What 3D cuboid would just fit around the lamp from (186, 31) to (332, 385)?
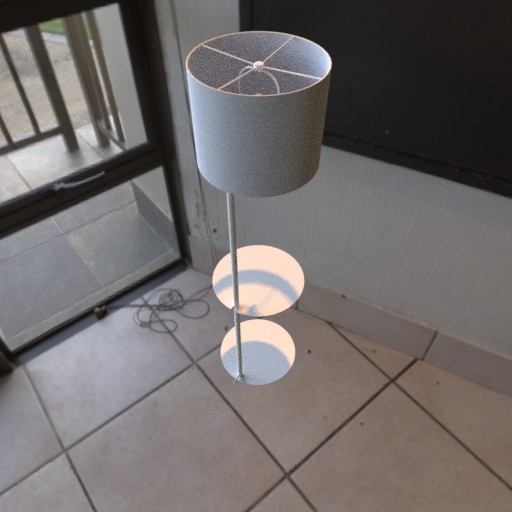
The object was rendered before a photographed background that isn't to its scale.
[{"bbox_3d":[0.000,0.000,1.668,0.372,1.465,0.405,25,52,21],"label":"lamp"}]
